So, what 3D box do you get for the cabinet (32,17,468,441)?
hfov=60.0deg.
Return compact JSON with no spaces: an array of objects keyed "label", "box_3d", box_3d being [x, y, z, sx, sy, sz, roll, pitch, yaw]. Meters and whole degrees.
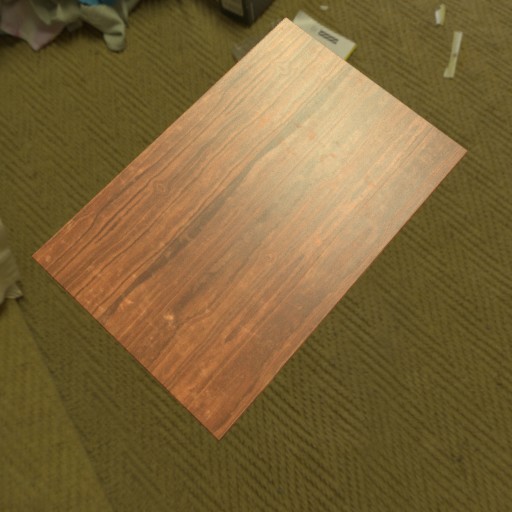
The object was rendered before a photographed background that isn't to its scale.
[{"label":"cabinet","box_3d":[0.000,0.000,1.050,0.410,0.695,0.607,41,79,10]}]
